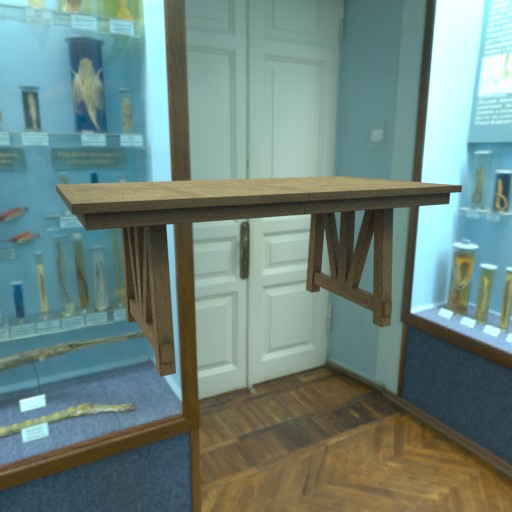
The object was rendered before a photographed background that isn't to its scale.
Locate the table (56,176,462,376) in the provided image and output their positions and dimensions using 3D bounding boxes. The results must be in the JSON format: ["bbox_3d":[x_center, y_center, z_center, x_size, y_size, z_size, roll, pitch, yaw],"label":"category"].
[{"bbox_3d":[0.000,0.000,2.418,1.881,0.768,1.016,-7,15,-26],"label":"table"}]
